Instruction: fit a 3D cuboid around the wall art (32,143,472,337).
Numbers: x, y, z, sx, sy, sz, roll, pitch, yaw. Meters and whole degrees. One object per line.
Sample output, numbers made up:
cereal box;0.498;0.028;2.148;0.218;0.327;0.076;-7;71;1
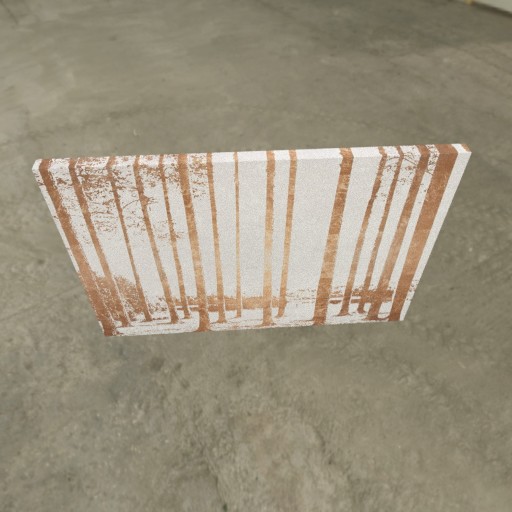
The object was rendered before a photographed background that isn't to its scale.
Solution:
wall art;0.000;0.000;1.150;0.914;0.609;0.035;-3;46;-3
